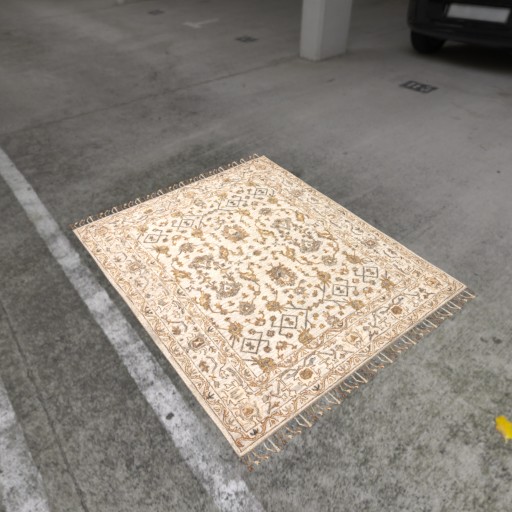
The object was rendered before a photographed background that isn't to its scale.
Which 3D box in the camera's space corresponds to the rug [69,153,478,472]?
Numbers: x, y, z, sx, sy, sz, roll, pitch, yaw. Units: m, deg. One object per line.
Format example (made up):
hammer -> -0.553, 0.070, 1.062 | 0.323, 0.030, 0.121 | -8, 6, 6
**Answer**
rug -> 0.000, 0.000, 4.100 | 2.426, 0.034, 3.061 | -27, 49, -27
